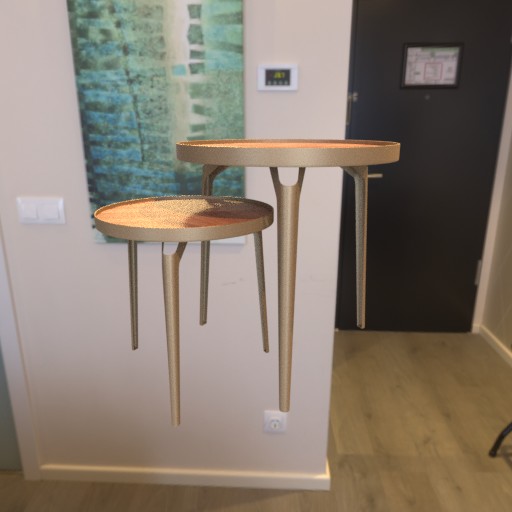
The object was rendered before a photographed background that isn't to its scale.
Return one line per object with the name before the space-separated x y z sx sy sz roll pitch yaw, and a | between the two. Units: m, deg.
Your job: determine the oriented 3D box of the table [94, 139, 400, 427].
table | 0.000 0.000 1.122 0.751 0.555 0.532 -8 18 -26
